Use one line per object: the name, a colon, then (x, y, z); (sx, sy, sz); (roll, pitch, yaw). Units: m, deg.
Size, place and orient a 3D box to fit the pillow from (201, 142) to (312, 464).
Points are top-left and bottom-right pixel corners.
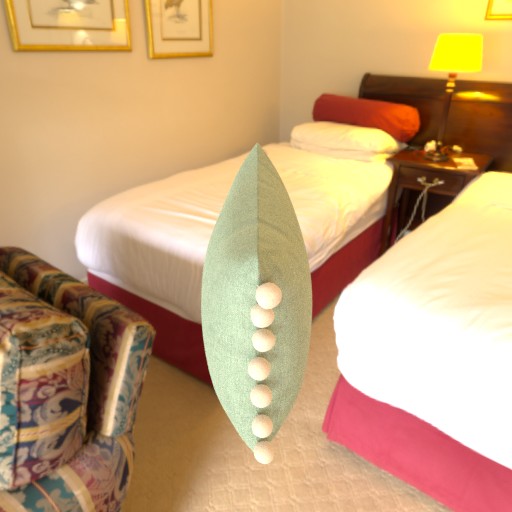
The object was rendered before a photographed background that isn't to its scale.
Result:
pillow: (0.000, 0.000, 0.848); (0.201, 0.322, 0.709); (0, 26, 0)
